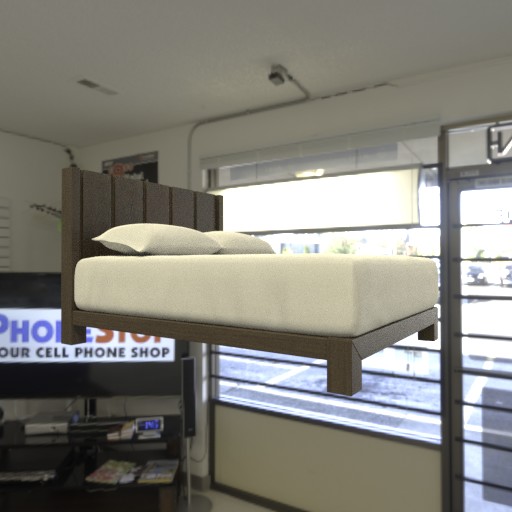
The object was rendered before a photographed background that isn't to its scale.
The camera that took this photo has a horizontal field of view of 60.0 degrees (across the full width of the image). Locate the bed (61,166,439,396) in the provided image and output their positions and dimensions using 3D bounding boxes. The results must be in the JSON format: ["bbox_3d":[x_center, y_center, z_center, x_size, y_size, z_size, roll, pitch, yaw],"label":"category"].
[{"bbox_3d":[0.000,0.000,3.298,2.242,1.270,1.727,0,-1,34],"label":"bed"}]
